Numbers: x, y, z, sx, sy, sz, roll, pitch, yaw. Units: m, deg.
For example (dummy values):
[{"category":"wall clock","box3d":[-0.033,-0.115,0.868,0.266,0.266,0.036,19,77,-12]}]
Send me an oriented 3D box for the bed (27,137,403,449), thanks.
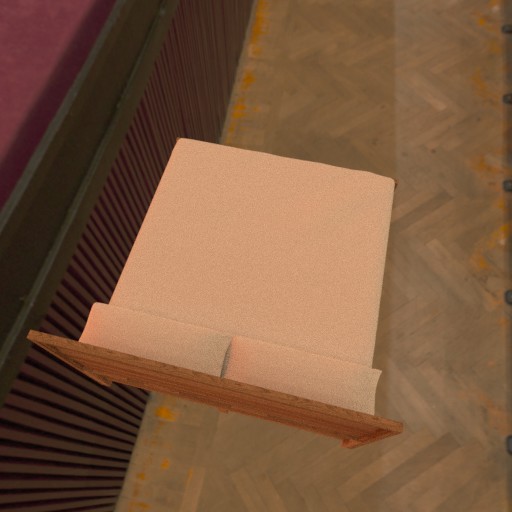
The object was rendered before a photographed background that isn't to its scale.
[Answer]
[{"category":"bed","box3d":[0.000,0.000,3.336,2.013,1.295,2.184,12,64,6]}]
